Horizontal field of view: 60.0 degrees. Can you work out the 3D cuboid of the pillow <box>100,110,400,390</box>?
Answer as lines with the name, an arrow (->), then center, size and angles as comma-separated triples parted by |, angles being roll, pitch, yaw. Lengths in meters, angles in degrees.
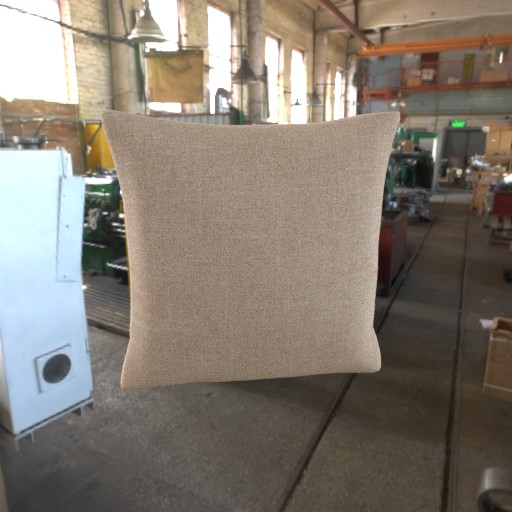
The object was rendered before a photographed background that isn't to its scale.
pillow -> 0.000, 0.000, 0.802 | 0.511, 0.503, 0.182 | -2, 15, -8
